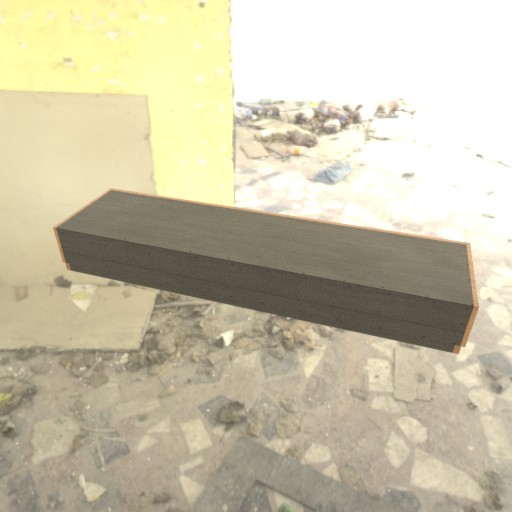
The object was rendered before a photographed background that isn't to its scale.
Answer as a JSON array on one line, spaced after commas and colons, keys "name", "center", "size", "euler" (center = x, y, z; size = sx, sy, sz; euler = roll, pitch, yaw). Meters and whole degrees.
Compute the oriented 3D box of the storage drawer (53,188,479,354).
[{"name": "storage drawer", "center": [0.000, 0.000, 2.300], "size": [2.032, 0.264, 0.538], "euler": [10, 34, 15]}]
